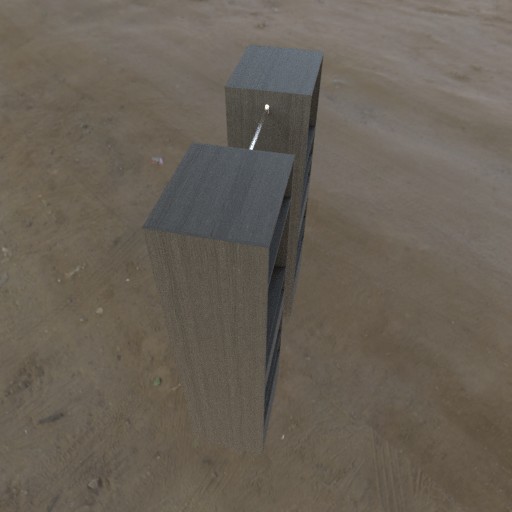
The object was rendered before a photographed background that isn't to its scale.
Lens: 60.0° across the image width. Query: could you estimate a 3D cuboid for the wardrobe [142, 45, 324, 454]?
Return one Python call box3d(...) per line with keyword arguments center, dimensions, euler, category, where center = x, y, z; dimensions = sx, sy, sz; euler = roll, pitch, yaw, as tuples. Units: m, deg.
box3d(center=(0.000, 0.000, 2.929), dimensions=(0.480, 2.000, 1.770), euler=(9, 47, 9), category="wardrobe")
